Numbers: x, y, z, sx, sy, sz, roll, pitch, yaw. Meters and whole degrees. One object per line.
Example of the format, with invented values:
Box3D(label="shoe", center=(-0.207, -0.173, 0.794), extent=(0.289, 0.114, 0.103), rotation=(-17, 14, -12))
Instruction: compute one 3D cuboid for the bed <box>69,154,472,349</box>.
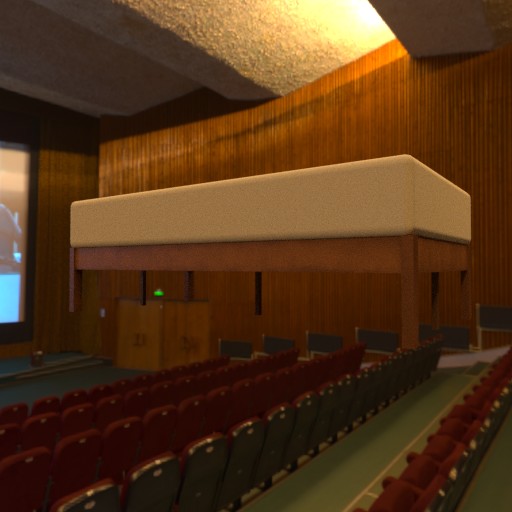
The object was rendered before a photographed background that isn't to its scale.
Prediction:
Box3D(label="bed", center=(0.000, 0.000, 2.327), extent=(1.902, 0.616, 0.961), rotation=(-1, -1, 36))
